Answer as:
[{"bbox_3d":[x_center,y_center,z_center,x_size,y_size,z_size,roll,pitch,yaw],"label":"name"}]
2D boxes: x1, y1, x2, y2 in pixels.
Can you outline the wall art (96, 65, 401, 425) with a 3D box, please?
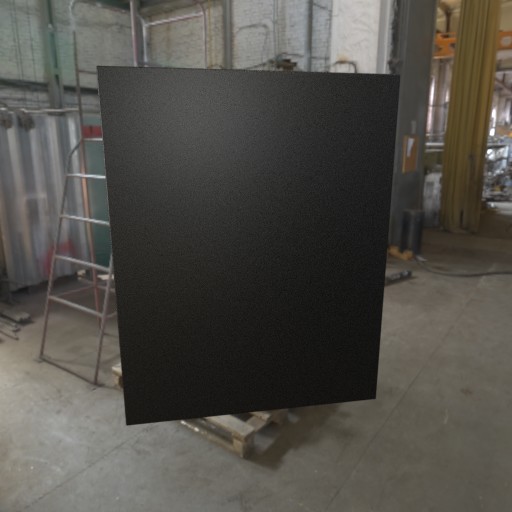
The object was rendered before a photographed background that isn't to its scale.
[{"bbox_3d":[0.000,0.000,1.536,0.950,1.194,0.053,-3,15,-10],"label":"wall art"}]
